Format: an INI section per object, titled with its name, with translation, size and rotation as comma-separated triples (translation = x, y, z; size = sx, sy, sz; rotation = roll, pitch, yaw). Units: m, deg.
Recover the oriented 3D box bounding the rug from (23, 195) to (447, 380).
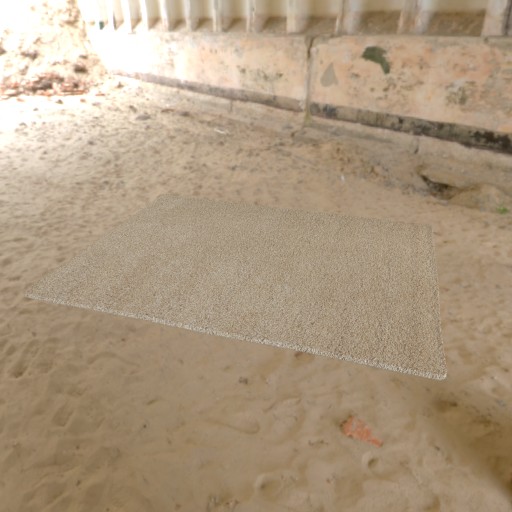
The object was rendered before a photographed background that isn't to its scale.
[rug]
translation = 0.000, 0.000, 2.074
size = 1.600, 0.025, 1.199
rotation = 8, 29, 15
